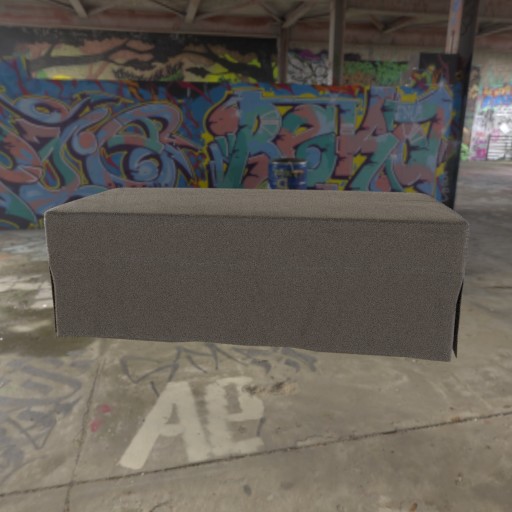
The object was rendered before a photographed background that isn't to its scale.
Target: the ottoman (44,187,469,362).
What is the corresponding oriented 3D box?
[{"bbox_3d":[0.000,0.000,1.708,1.388,0.457,0.665,2,16,7],"label":"ottoman"}]
